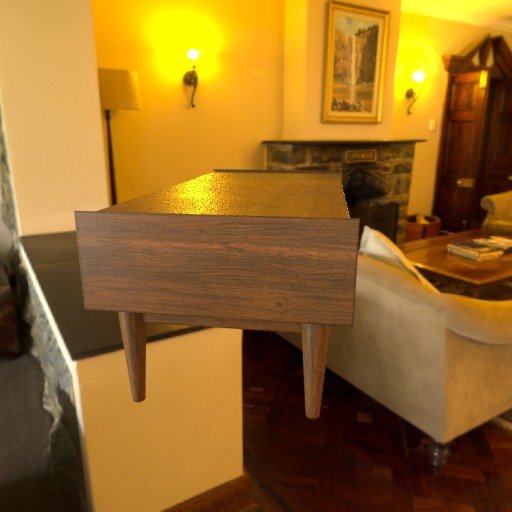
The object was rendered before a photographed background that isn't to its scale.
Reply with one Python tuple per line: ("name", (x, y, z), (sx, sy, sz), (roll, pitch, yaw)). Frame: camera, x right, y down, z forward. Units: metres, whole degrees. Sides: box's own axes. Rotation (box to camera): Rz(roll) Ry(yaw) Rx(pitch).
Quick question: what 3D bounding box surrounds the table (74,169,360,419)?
("table", (0.000, 0.000, 1.569), (0.610, 0.508, 1.221), (2, 15, 9))
